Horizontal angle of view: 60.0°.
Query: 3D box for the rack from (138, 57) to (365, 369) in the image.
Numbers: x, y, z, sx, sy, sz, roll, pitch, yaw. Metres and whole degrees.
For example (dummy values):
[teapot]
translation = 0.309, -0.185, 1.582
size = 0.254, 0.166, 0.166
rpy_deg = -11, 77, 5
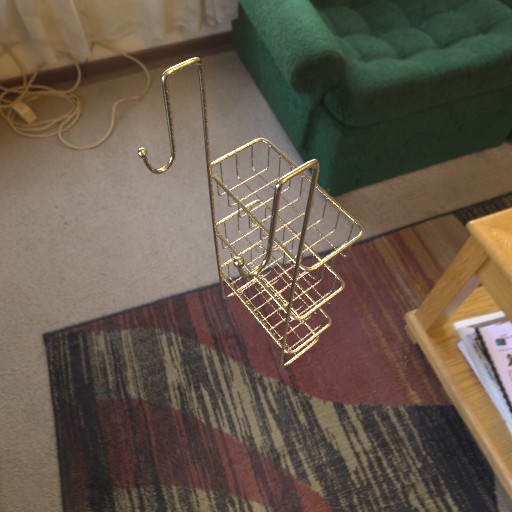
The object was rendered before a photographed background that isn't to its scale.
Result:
[rack]
translation = 0.000, 0.000, 0.683
size = 0.202, 0.574, 0.228
rpy_deg = -33, 63, -19
